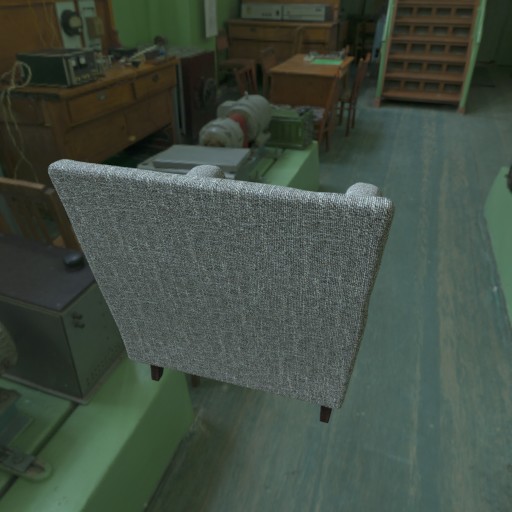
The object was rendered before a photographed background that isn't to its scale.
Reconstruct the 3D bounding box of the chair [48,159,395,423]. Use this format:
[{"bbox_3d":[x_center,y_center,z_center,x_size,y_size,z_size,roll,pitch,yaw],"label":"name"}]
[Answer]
[{"bbox_3d":[0.000,0.000,1.616,0.864,0.928,0.873,9,34,14],"label":"chair"}]
